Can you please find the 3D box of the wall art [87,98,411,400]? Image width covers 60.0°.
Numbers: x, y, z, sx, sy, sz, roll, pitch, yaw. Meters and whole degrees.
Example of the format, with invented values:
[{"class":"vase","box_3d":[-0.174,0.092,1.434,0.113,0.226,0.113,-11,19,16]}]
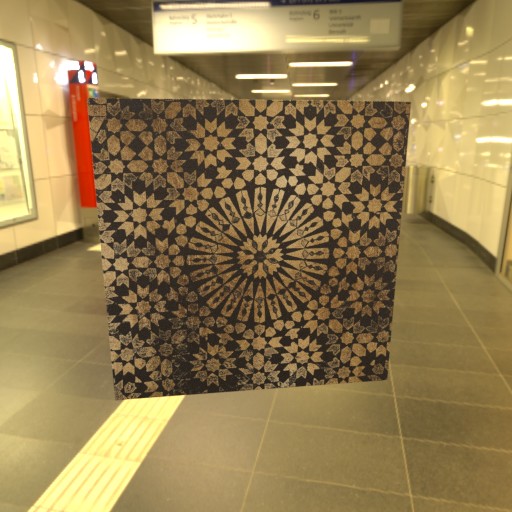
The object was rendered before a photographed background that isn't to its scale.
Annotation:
[{"class":"wall art","box_3d":[0.000,0.000,1.373,0.914,0.914,0.038,-2,15,-7]}]
